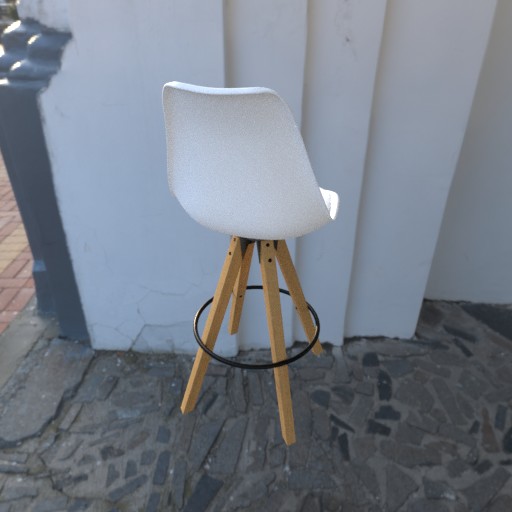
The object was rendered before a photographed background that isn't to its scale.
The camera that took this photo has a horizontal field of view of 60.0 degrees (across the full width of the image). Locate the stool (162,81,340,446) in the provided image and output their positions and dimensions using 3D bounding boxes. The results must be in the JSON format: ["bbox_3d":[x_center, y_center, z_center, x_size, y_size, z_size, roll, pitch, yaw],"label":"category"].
[{"bbox_3d":[0.000,0.000,1.406,0.482,1.115,0.549,10,33,16],"label":"stool"}]
